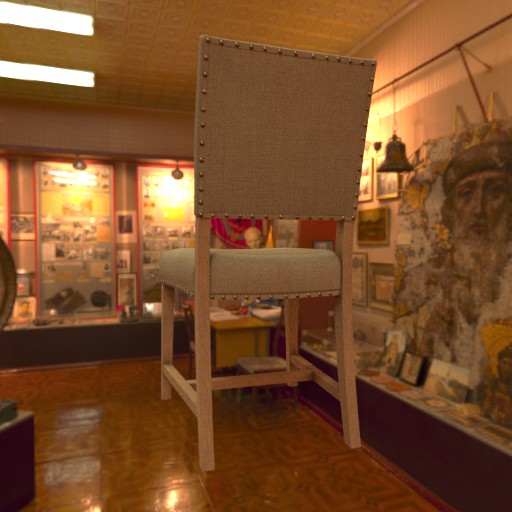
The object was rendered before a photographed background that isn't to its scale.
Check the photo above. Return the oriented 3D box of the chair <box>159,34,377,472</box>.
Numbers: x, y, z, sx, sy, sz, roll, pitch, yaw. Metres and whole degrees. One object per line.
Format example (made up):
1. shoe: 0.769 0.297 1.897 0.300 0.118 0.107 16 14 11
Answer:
1. chair: 0.000 0.000 1.310 0.508 0.986 0.622 0 1 -18
